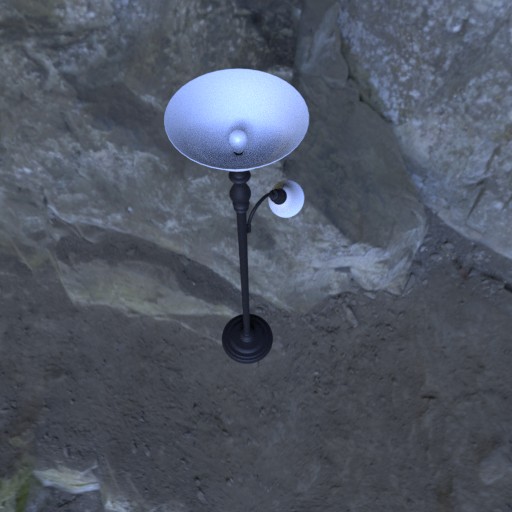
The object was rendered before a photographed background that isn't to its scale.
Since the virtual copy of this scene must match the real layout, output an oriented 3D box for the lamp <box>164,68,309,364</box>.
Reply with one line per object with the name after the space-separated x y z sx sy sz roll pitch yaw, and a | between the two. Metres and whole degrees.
0.000 0.000 2.051 0.405 1.793 0.588 32 64 18 | lamp
